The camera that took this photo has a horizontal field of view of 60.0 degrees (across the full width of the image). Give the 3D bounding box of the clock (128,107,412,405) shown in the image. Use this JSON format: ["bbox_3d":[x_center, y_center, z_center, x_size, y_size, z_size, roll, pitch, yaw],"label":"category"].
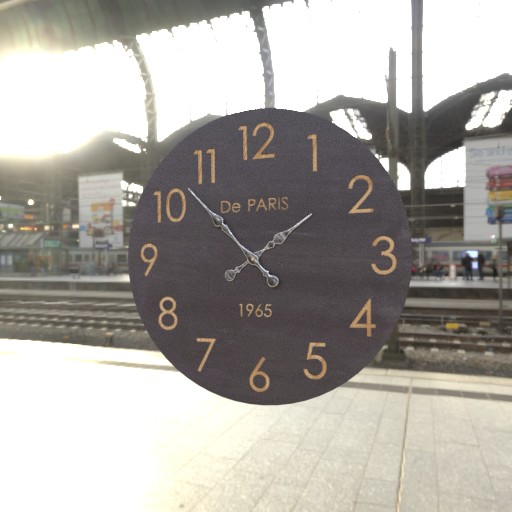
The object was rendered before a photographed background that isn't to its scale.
[{"bbox_3d":[0.000,0.000,0.895,0.595,0.595,0.029,0,-1,18],"label":"clock"}]
